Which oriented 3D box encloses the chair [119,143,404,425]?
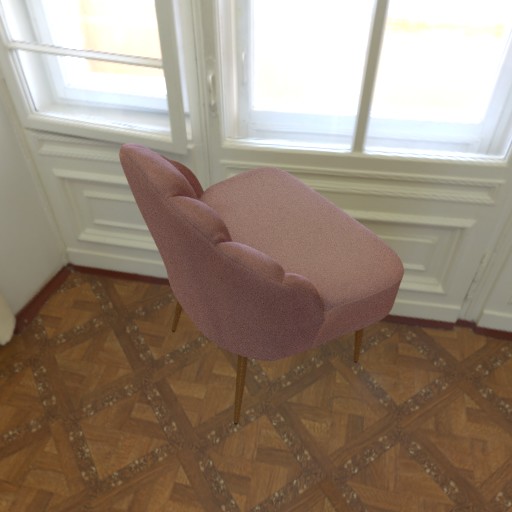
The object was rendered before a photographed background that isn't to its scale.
[{"bbox_3d":[0.000,0.000,1.270,0.599,0.819,0.657,-24,47,-25],"label":"chair"}]
